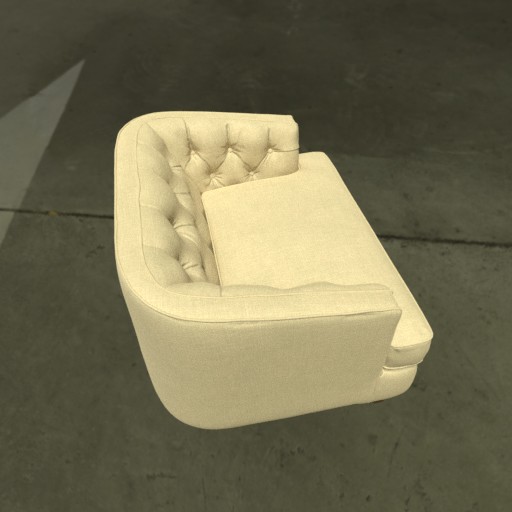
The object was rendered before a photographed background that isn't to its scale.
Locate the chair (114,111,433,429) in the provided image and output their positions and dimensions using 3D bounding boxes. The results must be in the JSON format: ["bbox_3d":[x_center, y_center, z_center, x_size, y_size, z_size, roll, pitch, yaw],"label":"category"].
[{"bbox_3d":[0.000,0.000,1.708,0.914,0.787,1.118,-9,46,-9],"label":"chair"}]
